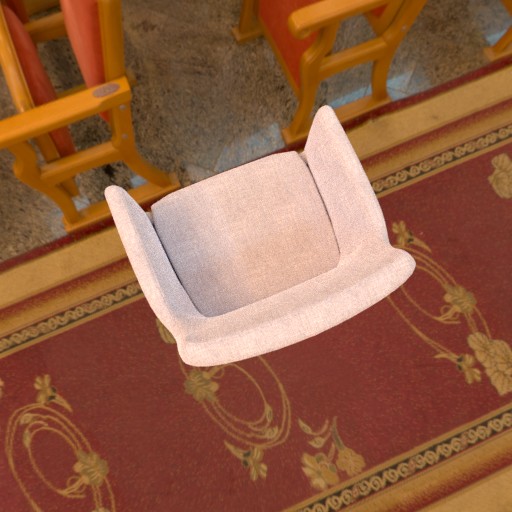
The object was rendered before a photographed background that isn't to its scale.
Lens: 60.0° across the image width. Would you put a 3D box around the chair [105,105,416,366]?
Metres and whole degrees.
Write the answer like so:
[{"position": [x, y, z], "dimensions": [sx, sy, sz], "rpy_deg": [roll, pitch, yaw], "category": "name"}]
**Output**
[{"position": [0.000, 0.000, 1.207], "dimensions": [0.570, 0.780, 0.540], "rpy_deg": [-22, 76, -6], "category": "chair"}]
